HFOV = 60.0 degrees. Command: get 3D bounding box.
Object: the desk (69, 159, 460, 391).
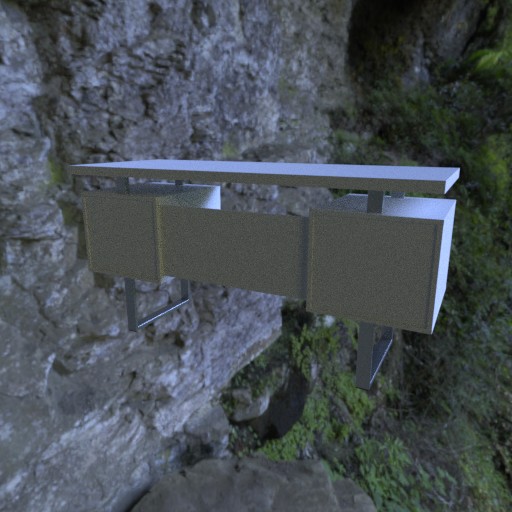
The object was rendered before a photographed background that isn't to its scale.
[{"bbox_3d":[0.000,0.000,1.953,1.530,0.773,0.603,8,17,26],"label":"desk"}]
